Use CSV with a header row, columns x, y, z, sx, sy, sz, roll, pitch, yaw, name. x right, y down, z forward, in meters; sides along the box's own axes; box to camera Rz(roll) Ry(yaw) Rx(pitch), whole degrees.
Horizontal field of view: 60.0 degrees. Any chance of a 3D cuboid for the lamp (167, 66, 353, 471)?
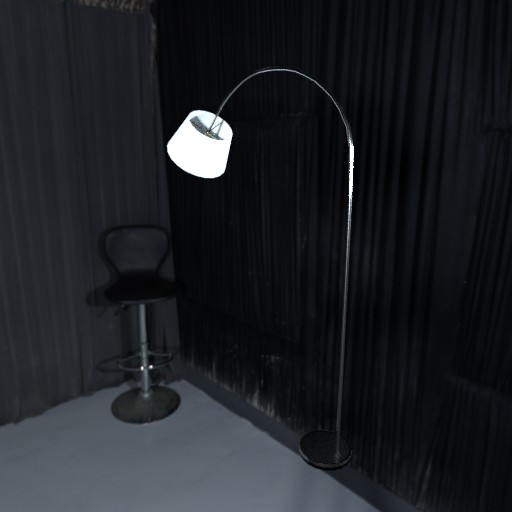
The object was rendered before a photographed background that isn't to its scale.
x,y,z,sx,sy,sz,roll,pitch,yaw,name
0.000,0.000,2.675,0.406,2.098,1.445,-13,19,-42,lamp
